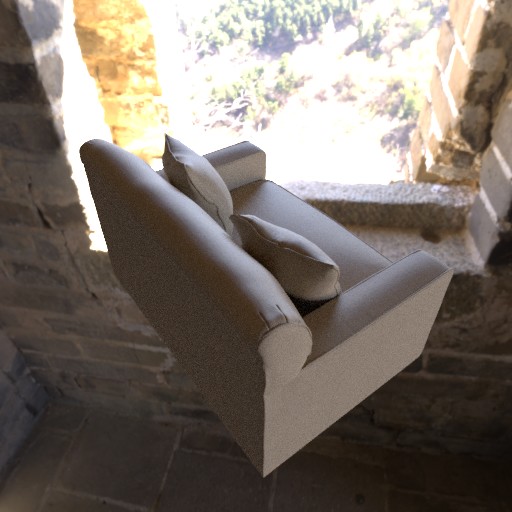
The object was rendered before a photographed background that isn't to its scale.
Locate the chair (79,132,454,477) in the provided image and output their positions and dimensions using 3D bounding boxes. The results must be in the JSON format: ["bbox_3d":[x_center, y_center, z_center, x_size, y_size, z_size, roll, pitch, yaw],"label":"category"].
[{"bbox_3d":[0.000,0.000,2.041,1.000,0.948,1.383,-26,47,-27],"label":"chair"}]
